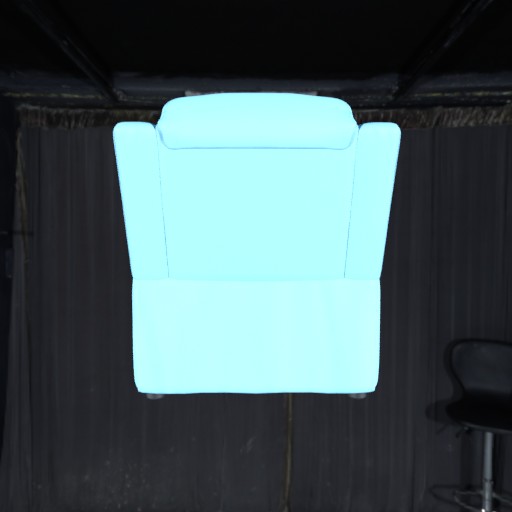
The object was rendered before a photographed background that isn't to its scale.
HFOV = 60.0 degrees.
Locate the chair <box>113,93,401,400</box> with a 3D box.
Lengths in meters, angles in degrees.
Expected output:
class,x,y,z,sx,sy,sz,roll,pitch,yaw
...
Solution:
class,x,y,z,sx,sy,sz,roll,pitch,yaw
chair,0.000,0.000,1.247,0.680,0.702,0.709,0,0,0
